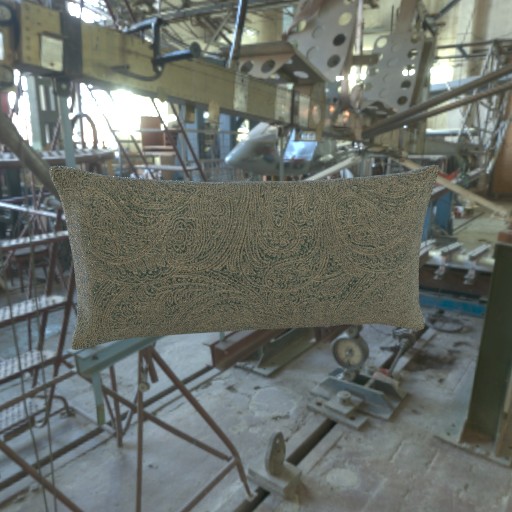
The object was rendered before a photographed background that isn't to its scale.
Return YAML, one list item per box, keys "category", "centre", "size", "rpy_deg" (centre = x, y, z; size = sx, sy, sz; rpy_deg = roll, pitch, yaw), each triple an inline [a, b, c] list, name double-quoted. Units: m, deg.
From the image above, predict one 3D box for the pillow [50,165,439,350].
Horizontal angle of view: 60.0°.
- category: "pillow"
  centre: [0.000, 0.000, 0.732]
  size: [0.615, 0.295, 0.151]
  rpy_deg: [-2, 14, -8]
